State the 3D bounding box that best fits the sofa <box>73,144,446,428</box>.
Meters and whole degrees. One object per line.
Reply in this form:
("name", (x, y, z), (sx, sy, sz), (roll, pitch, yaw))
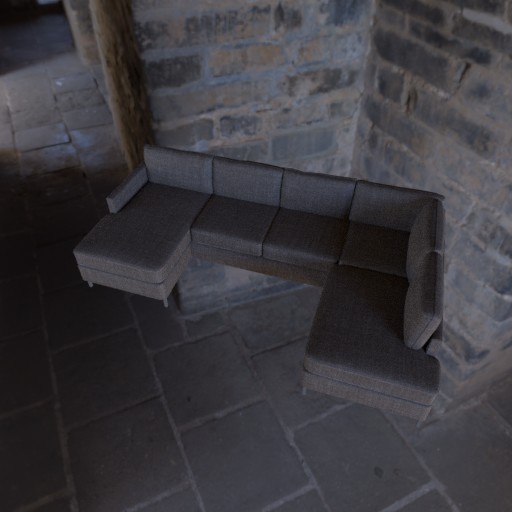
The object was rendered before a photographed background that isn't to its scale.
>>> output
("sofa", (0.000, 0.000, 4.273), (3.423, 0.999, 2.048), (13, 44, 13))
